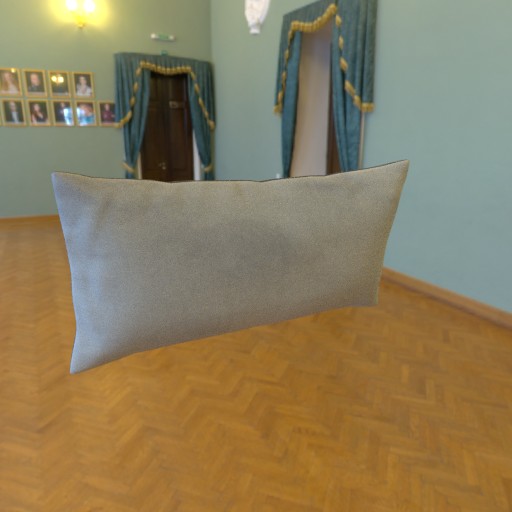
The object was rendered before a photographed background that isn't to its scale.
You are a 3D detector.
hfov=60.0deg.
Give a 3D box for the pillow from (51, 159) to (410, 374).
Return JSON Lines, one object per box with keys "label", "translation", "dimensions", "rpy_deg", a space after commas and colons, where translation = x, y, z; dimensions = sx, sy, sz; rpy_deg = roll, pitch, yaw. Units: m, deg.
{"label": "pillow", "translation": [0.000, 0.000, 0.745], "dimensions": [0.608, 0.305, 0.156], "rpy_deg": [-8, 17, -27]}
